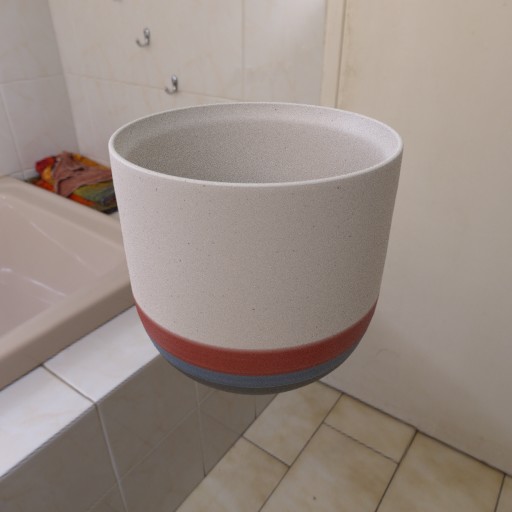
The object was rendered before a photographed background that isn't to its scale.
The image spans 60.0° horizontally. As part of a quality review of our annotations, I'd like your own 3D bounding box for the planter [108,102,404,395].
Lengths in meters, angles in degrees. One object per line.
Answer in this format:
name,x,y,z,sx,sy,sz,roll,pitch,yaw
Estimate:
planter,0.000,0.000,0.483,0.268,0.270,0.268,0,31,0
